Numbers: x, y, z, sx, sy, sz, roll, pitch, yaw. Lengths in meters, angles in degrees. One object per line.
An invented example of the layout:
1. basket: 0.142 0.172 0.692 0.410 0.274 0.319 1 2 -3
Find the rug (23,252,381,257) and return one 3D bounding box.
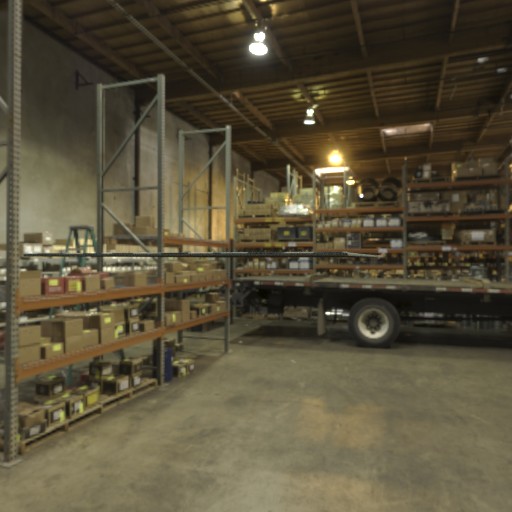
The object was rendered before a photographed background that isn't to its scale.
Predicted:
1. rug: 0.000 0.000 3.016 1.518 0.015 2.438 0 0 18
